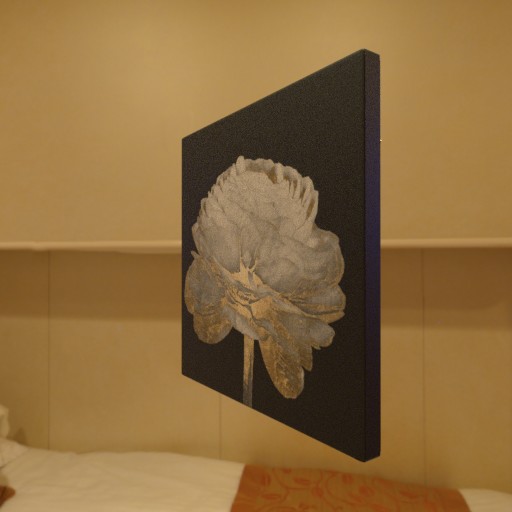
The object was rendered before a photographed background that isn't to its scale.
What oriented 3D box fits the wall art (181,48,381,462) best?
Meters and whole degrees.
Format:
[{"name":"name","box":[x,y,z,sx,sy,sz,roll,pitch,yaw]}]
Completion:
[{"name":"wall art","box":[0.000,0.000,0.909,0.043,0.611,0.610,0,0,-35]}]
